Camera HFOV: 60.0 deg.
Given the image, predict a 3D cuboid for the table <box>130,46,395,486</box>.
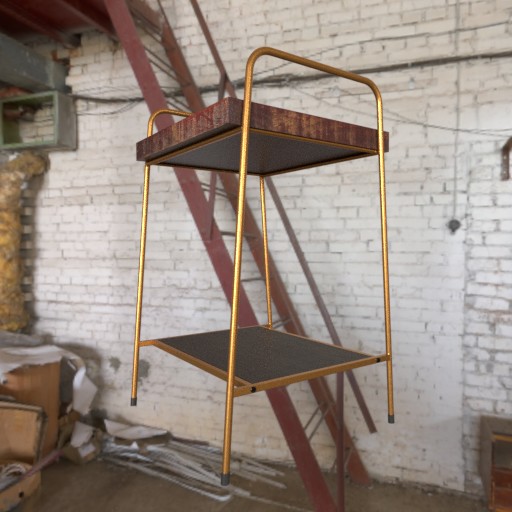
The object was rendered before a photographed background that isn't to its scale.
[{"bbox_3d":[0.000,0.000,0.987,0.430,0.710,0.430,-1,2,-35],"label":"table"}]
